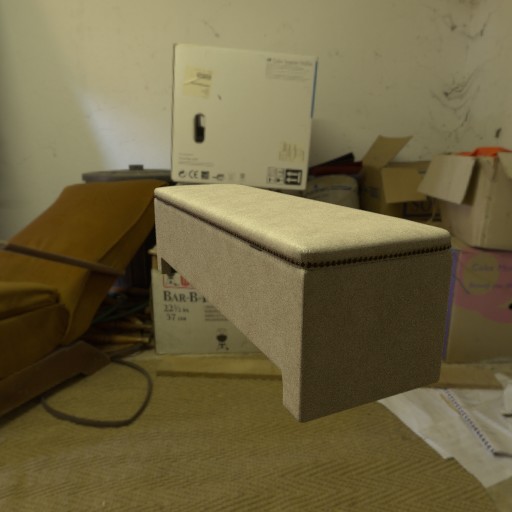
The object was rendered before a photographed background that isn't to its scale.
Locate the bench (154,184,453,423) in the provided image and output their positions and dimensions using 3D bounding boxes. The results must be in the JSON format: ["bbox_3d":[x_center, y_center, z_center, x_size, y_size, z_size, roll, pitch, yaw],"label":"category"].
[{"bbox_3d":[0.000,0.000,1.741,0.470,0.447,1.482,-7,16,-24],"label":"bench"}]
